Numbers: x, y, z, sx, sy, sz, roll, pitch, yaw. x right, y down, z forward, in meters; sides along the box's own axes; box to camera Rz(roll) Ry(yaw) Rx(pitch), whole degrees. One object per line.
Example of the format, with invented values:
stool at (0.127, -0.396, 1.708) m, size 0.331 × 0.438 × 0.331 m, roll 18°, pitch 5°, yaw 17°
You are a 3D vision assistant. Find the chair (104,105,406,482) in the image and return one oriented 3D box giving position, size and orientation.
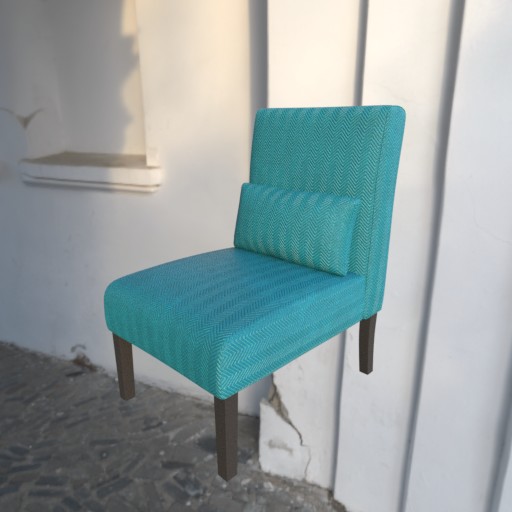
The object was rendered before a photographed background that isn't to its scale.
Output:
chair at (0.000, 0.000, 1.430) m, size 0.579 × 0.927 × 0.808 m, roll 16°, pitch 23°, yaw 42°
